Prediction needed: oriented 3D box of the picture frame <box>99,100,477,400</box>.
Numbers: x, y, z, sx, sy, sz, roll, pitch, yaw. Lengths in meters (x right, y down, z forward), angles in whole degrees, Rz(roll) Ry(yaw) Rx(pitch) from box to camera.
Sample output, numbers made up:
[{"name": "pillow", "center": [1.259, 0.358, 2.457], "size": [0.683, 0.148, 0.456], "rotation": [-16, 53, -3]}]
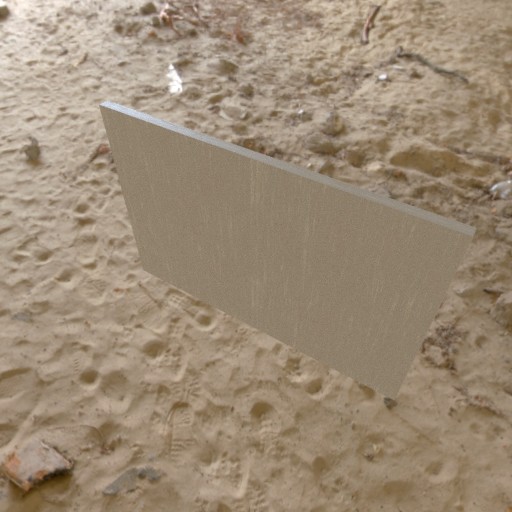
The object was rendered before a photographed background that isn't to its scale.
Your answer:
[{"name": "picture frame", "center": [0.000, 0.000, 1.220], "size": [0.950, 0.640, 0.029], "rotation": [24, 50, 22]}]
